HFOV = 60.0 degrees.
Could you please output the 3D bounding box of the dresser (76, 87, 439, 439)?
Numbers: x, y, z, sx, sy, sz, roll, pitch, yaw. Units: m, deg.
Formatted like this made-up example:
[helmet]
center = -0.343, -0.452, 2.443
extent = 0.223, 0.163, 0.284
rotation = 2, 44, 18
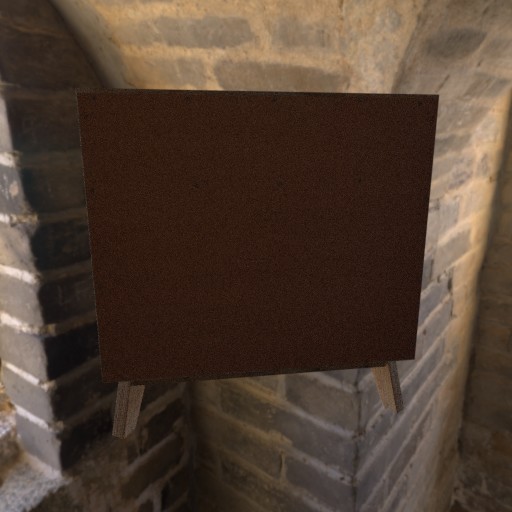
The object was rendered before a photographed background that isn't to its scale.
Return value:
[dresser]
center = 0.000, 0.000, 1.541
extent = 0.998, 1.029, 0.455
rotation = -2, 14, -8
